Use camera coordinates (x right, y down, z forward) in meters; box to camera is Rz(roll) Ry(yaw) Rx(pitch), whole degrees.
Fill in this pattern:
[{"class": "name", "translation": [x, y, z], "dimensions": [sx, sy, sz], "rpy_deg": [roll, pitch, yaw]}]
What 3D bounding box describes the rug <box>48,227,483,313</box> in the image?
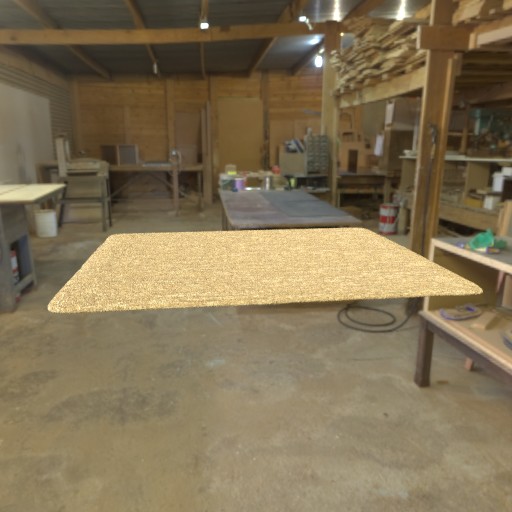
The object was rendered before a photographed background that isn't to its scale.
[{"class": "rug", "translation": [0.000, 0.000, 3.846], "dimensions": [2.873, 0.050, 2.242], "rpy_deg": [-2, 15, -7]}]
